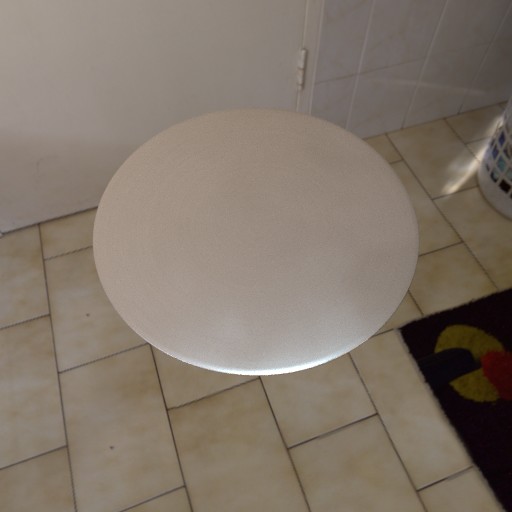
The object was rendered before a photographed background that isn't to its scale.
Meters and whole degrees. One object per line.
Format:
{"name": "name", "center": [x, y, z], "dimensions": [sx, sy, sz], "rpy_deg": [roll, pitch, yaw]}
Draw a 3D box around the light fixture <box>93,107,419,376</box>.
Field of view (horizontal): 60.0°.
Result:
{"name": "light fixture", "center": [0.000, 0.000, 0.443], "dimensions": [0.280, 0.135, 0.280], "rpy_deg": [0, 58, 0]}
